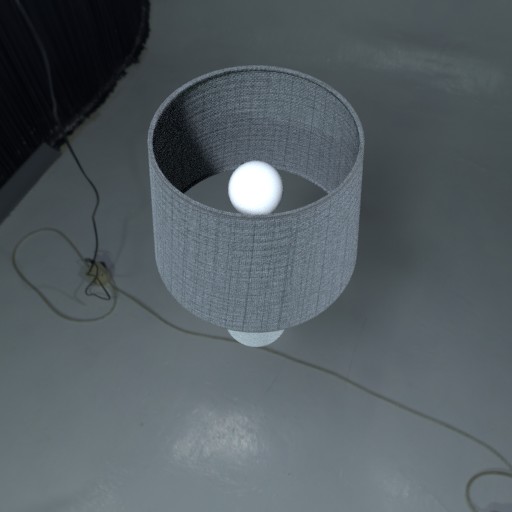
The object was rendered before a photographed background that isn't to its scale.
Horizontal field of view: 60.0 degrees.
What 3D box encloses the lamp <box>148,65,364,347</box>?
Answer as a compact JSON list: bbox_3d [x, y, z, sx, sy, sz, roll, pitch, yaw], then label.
[{"bbox_3d":[0.000,0.000,0.589,0.251,0.429,0.251,0,58,0],"label":"lamp"}]
